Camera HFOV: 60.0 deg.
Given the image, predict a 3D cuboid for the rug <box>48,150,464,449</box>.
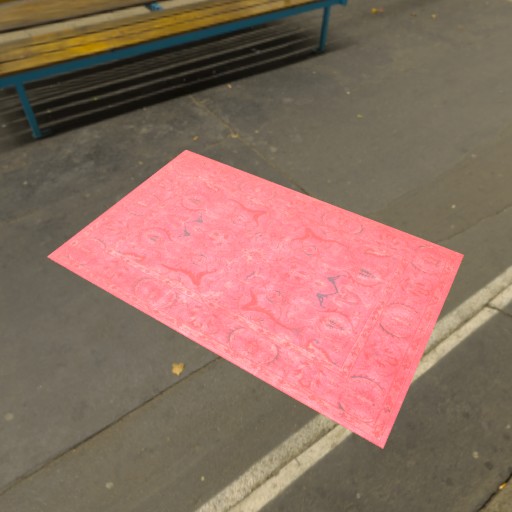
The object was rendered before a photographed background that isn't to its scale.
[{"bbox_3d":[0.000,0.000,3.050,2.423,0.010,1.534,24,51,21],"label":"rug"}]
